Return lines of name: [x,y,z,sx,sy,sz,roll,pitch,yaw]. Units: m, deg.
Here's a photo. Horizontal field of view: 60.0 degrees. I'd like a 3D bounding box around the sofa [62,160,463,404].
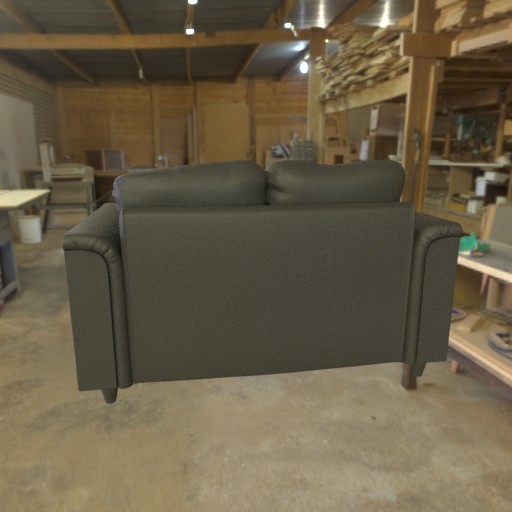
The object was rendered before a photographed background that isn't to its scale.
sofa: [0.000,0.000,1.964,1.386,0.845,0.887,-2,14,-9]
